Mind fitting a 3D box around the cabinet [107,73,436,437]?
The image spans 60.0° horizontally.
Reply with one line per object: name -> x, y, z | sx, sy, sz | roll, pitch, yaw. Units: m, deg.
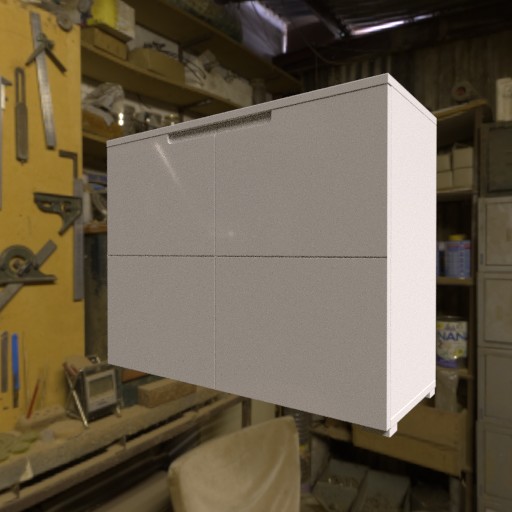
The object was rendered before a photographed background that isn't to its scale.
cabinet -> 0.000, 0.000, 1.418 | 1.000, 0.800, 0.400 | 0, 1, 36
